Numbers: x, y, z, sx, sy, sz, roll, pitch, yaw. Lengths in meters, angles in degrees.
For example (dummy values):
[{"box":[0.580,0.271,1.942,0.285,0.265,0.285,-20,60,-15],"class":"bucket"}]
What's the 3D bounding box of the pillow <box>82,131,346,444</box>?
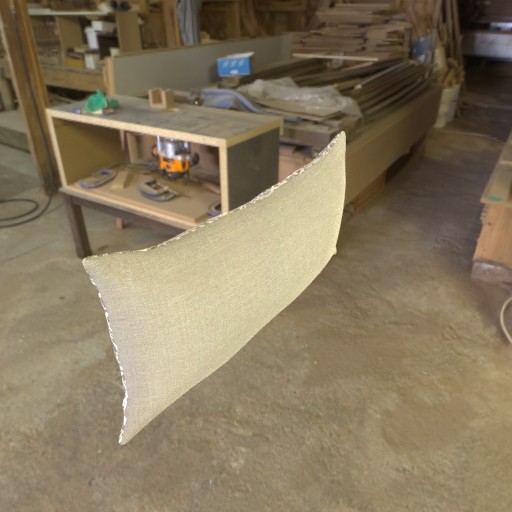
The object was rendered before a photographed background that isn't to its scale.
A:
[{"box":[0.000,0.000,0.744,0.148,0.290,0.631,20,36,30],"class":"pillow"}]
